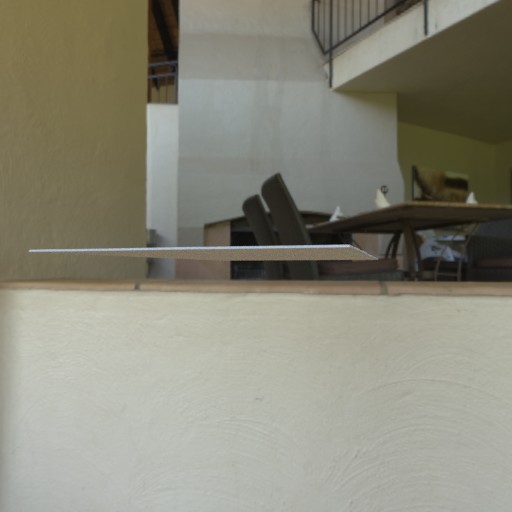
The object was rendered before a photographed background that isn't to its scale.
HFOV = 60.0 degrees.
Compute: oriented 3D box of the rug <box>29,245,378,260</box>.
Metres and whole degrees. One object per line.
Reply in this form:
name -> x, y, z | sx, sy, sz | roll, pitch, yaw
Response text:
rug -> 0.000, 0.000, 3.087 | 1.545, 0.016, 2.460 | -1, -2, 18
